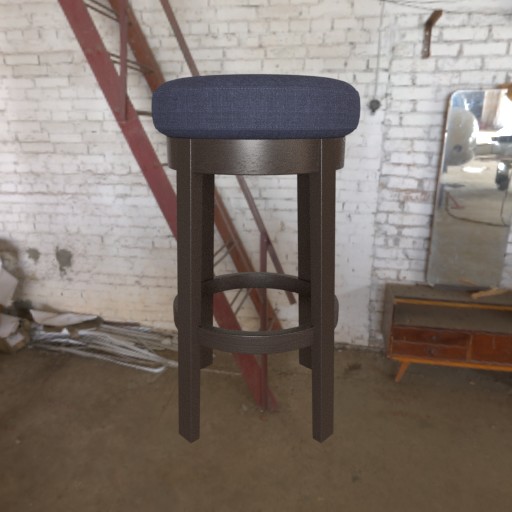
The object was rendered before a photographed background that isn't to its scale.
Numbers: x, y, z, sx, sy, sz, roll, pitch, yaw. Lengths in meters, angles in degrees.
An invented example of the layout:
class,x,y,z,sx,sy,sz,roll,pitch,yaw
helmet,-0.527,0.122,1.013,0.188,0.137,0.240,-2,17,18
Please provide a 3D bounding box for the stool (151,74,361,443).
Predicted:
class,x,y,z,sx,sy,sz,roll,pitch,yaw
stool,0.000,0.000,1.022,0.446,0.758,0.446,0,17,0
